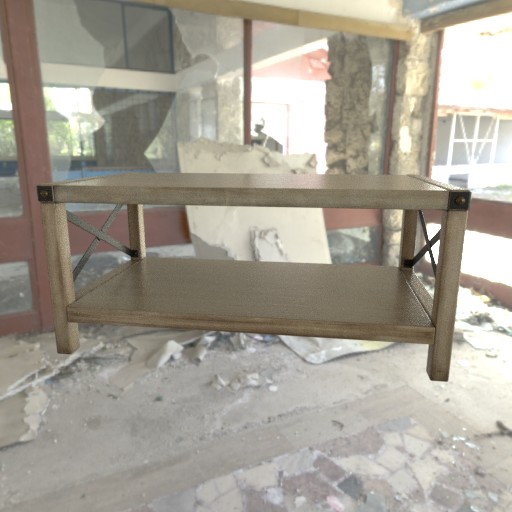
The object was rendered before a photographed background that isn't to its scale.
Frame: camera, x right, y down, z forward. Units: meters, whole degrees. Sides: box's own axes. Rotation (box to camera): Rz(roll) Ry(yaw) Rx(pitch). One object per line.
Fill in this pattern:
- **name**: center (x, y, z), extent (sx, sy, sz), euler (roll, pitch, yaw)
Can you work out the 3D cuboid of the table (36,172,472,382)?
- **table**: center (0.000, 0.000, 1.321), extent (1.016, 0.456, 0.559), euler (2, 14, 8)
